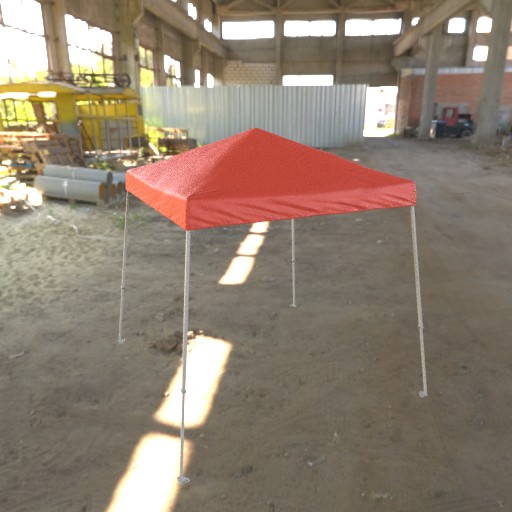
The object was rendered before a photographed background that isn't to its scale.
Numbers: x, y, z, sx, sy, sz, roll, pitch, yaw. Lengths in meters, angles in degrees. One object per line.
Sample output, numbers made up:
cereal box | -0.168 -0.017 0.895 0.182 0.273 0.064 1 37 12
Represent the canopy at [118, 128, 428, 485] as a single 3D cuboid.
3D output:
canopy | 0.000 0.000 5.126 2.850 2.850 2.849 -8 19 -25
